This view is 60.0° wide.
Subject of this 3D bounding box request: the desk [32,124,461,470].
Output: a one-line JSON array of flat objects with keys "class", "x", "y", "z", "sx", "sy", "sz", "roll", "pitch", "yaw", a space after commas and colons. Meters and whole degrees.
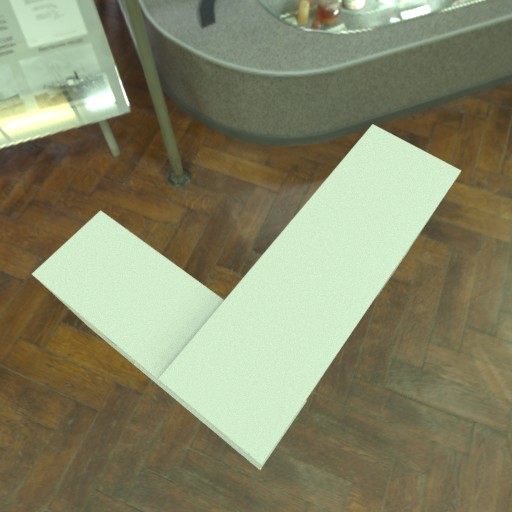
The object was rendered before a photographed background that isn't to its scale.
[{"class": "desk", "x": 0.000, "y": 0.000, "z": 2.246, "sx": 1.200, "sy": 0.753, "sz": 1.524, "roll": 34, "pitch": 68, "yaw": 16}]
